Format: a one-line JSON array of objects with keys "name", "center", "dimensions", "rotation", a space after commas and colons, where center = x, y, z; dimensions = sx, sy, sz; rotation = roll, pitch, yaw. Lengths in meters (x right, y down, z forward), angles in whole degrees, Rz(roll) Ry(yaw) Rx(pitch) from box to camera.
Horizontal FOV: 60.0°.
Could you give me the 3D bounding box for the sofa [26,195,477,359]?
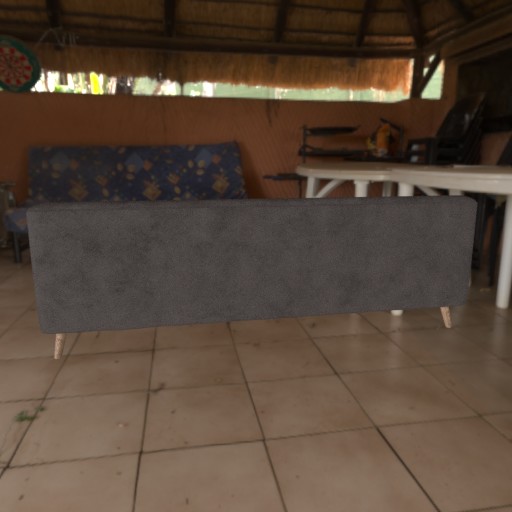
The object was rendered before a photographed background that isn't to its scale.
[{"name": "sofa", "center": [0.000, 0.000, 2.594], "dimensions": [2.190, 0.740, 0.900], "rotation": [-2, 13, -11]}]
